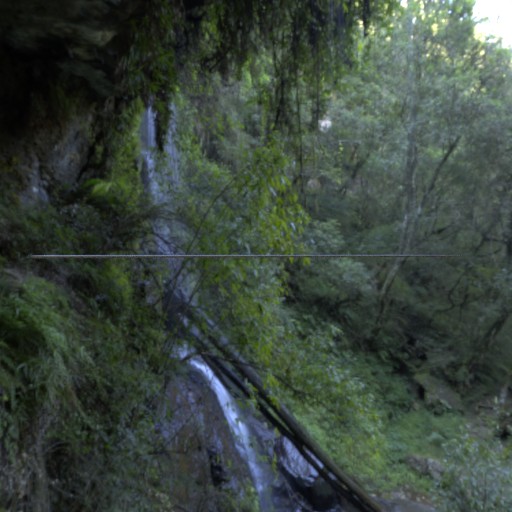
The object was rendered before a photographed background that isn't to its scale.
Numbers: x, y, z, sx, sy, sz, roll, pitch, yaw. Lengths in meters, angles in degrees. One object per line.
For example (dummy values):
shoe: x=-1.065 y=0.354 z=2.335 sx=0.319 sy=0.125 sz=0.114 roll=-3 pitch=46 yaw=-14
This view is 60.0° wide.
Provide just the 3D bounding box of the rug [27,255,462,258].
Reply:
rug: x=0.000 y=0.000 z=2.745 sx=2.436 sy=0.013 sz=0.807 roll=0 pitch=0 yaw=-18
